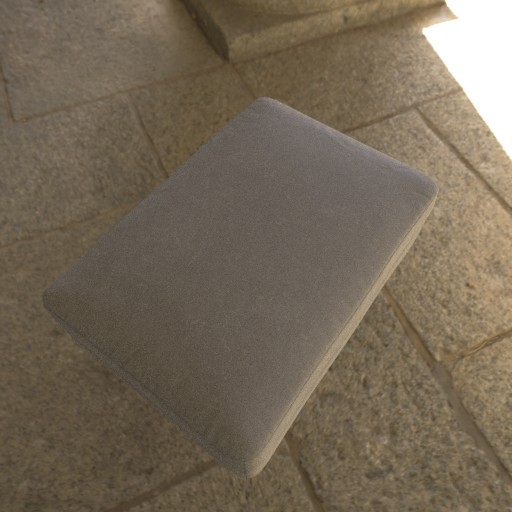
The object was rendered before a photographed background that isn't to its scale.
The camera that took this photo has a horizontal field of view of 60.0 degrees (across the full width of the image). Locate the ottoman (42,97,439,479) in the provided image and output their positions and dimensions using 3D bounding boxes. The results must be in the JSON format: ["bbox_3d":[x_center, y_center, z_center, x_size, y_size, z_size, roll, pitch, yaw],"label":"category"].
[{"bbox_3d":[0.000,0.000,1.586,0.840,0.429,1.199,33,64,18],"label":"ottoman"}]
